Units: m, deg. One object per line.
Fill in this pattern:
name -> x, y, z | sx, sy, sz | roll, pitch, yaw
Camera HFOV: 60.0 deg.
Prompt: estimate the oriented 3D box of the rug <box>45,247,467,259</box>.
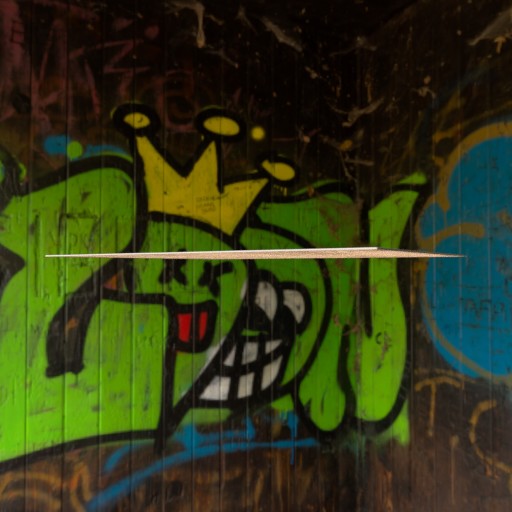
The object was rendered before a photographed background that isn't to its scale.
rug -> 0.000, 0.000, 4.277 | 3.307, 0.013, 2.393 | -1, -1, 36
